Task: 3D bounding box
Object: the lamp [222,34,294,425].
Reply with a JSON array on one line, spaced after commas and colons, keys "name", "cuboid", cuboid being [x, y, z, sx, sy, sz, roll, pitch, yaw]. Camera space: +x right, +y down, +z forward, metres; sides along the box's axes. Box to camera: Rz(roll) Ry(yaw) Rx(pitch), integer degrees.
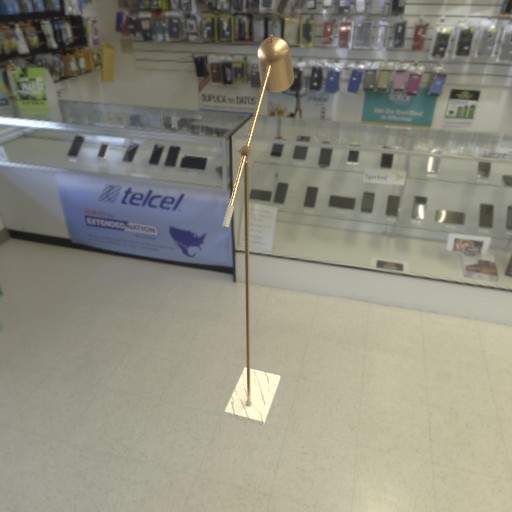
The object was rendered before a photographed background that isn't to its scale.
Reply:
[{"name": "lamp", "cuboid": [0.000, 0.000, 1.809, 0.194, 1.594, 0.653, 10, 33, 15]}]
